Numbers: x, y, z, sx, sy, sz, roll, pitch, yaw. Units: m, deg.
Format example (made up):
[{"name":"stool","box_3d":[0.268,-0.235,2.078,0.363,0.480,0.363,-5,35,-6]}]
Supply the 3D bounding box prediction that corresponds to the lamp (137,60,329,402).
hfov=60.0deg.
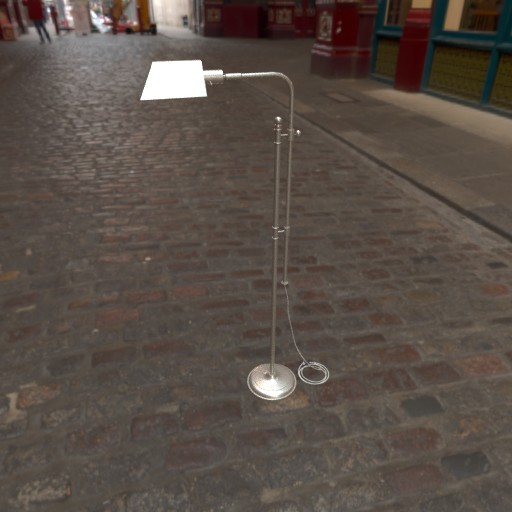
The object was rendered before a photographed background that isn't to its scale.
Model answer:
[{"name":"lamp","box_3d":[0.000,0.000,1.916,0.813,1.571,0.256,-9,31,-14]}]
